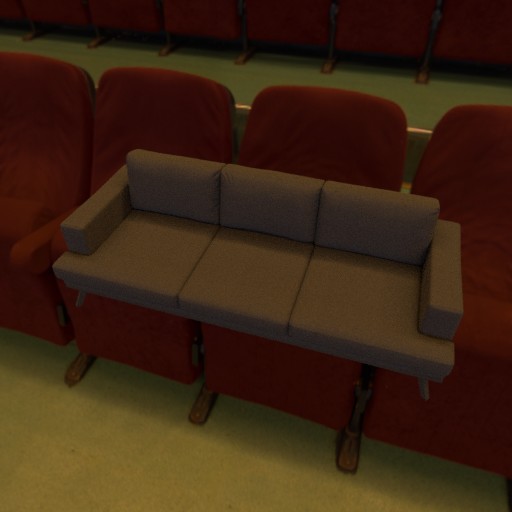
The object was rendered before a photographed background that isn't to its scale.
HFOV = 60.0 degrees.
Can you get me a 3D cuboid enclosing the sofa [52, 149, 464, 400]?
[{"bbox_3d":[0.000,0.000,2.711,2.310,0.810,0.920,12,43,13],"label":"sofa"}]
